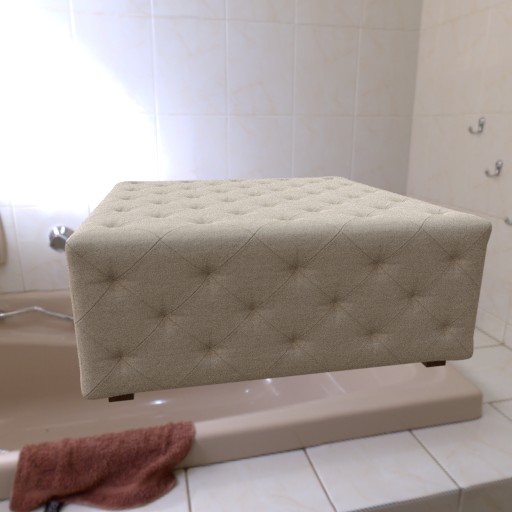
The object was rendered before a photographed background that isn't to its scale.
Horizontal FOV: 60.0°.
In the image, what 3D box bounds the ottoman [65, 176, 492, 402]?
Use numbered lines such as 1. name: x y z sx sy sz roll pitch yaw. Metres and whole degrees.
1. ottoman: 0.000 0.000 1.548 1.028 0.439 1.028 -3 16 -11
